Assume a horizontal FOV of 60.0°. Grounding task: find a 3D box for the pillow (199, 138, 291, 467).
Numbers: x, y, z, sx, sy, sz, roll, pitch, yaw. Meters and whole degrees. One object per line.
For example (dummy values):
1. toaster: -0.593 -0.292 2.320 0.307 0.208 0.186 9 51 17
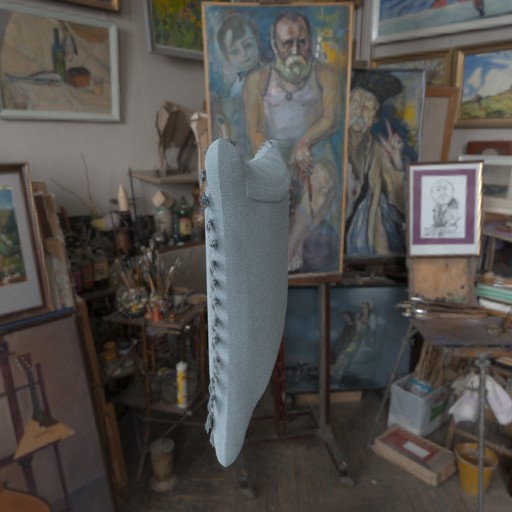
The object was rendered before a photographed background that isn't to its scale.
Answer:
1. pillow: 0.000 0.000 0.594 0.084 0.305 0.466 2 15 7
